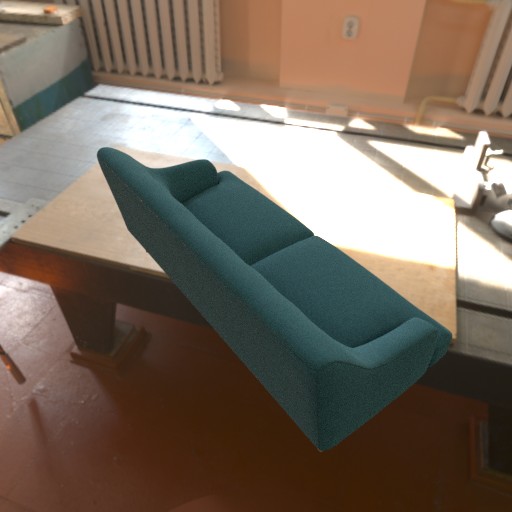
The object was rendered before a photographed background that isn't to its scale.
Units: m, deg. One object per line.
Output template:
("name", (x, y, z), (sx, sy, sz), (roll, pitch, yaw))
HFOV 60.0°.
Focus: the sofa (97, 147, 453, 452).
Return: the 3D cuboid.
("sofa", (0.000, 0.000, 2.566), (0.978, 0.871, 2.057), (-26, 47, -27))
